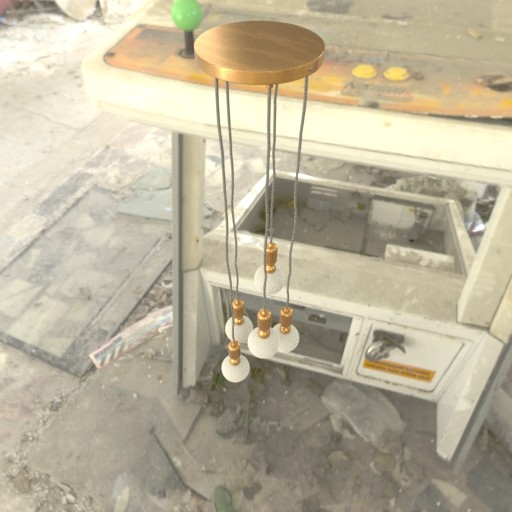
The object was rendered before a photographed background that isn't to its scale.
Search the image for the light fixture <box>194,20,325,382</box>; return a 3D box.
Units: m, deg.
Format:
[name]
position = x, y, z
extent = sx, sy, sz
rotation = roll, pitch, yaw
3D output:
[light fixture]
position = 0.000, 0.000, 0.493
extent = 0.105, 0.457, 0.108
rotation = 34, 55, 28
